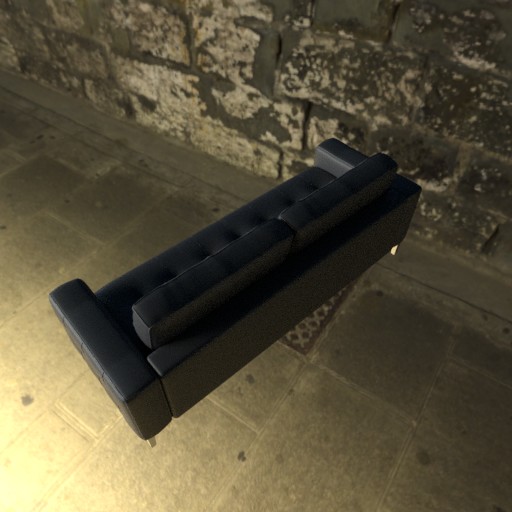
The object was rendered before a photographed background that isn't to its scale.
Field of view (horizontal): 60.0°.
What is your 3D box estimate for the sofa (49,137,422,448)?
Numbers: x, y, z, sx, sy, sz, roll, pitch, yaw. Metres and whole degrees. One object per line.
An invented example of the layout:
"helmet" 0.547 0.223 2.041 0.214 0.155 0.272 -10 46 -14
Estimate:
"sofa" 0.000 0.000 2.772 2.275 0.893 0.833 -33 56 -26
